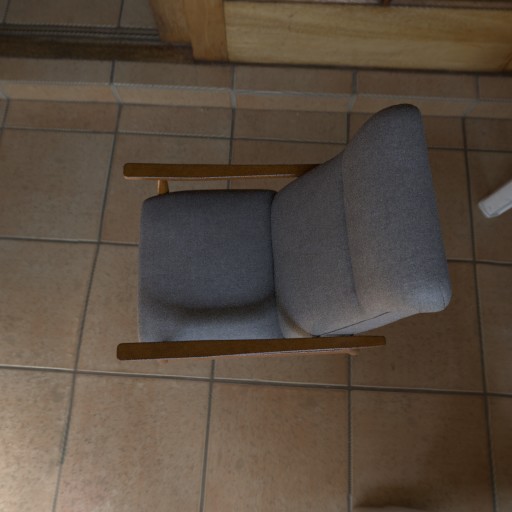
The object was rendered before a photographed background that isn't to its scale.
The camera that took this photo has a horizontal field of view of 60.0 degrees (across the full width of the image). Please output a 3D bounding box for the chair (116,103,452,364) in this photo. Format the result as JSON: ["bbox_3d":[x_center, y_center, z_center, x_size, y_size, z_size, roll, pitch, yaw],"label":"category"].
[{"bbox_3d":[0.000,0.000,1.734,1.014,1.081,0.762,-3,74,-1],"label":"chair"}]
